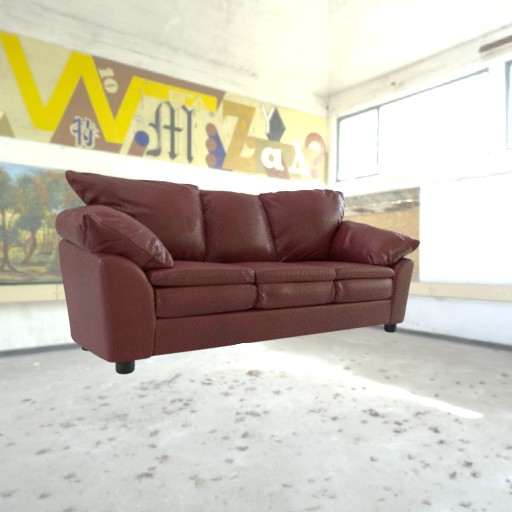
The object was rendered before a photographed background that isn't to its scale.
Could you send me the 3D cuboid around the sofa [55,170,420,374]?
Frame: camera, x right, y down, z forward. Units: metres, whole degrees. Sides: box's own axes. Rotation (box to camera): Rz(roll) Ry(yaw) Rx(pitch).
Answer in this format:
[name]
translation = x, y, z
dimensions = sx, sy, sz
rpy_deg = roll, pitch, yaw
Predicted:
[sofa]
translation = 0.000, 0.000, 2.896
dimensions = 2.390, 1.091, 0.907
rpy_deg = 0, 0, -35
